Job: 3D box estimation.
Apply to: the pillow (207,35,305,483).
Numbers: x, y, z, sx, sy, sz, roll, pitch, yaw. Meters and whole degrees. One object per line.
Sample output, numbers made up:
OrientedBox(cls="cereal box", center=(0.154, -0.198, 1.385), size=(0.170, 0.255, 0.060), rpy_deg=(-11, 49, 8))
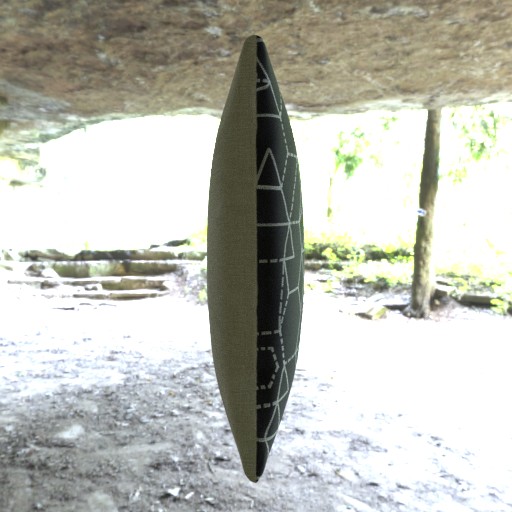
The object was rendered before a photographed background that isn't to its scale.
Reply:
OrientedBox(cls="pillow", center=(0.000, 0.000, 0.756), size=(0.158, 0.508, 0.517), rpy_deg=(0, 1, 1))
